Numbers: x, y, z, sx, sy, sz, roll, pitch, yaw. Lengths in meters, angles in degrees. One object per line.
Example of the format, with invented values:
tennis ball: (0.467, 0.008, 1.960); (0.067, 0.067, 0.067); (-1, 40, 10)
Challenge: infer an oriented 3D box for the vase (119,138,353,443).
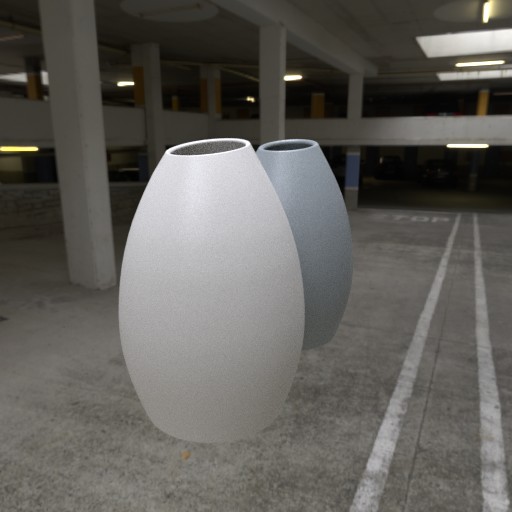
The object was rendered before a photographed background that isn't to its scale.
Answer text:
vase: (0.000, 0.000, 0.257); (0.089, 0.131, 0.187); (7, 16, 24)
